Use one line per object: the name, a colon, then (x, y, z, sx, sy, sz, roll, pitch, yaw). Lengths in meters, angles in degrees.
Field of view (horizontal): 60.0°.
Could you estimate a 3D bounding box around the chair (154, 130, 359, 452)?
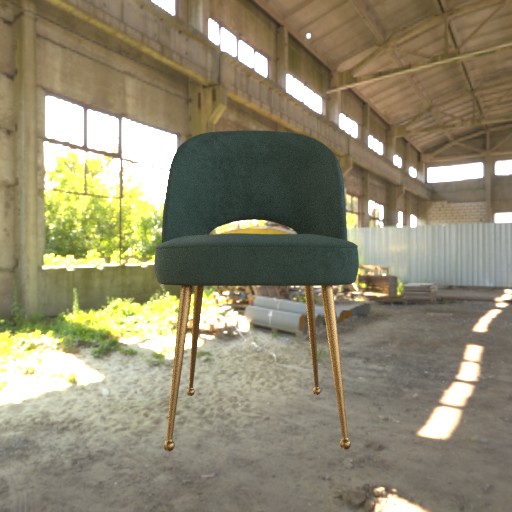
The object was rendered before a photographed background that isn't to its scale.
chair: (0.000, 0.000, 1.231, 0.527, 0.860, 0.577, 0, 0, -1)
